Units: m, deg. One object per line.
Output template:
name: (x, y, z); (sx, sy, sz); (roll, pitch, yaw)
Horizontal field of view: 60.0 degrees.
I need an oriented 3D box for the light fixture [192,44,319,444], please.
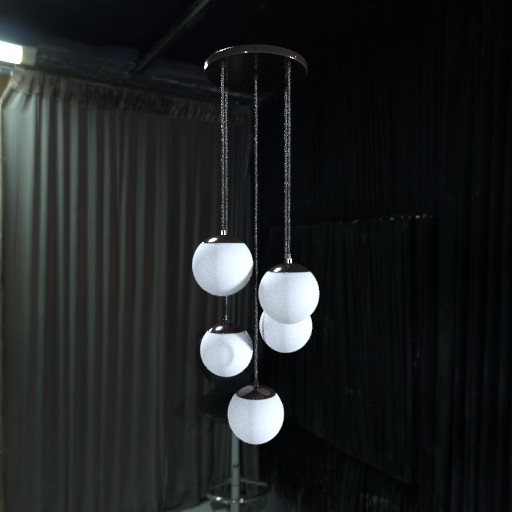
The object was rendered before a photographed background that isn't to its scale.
light fixture: (0.000, 0.000, 1.511); (0.489, 1.271, 0.484); (-1, 1, -35)
